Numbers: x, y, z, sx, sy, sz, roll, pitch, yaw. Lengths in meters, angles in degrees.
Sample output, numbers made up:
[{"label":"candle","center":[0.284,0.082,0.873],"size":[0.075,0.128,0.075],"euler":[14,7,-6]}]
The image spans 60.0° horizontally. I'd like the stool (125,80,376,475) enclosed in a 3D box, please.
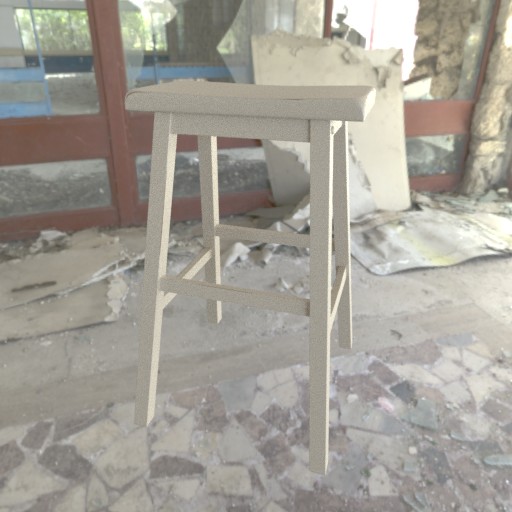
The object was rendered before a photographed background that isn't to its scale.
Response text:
[{"label":"stool","center":[0.000,0.000,1.034],"size":[0.457,0.737,0.476],"euler":[8,27,16]}]
